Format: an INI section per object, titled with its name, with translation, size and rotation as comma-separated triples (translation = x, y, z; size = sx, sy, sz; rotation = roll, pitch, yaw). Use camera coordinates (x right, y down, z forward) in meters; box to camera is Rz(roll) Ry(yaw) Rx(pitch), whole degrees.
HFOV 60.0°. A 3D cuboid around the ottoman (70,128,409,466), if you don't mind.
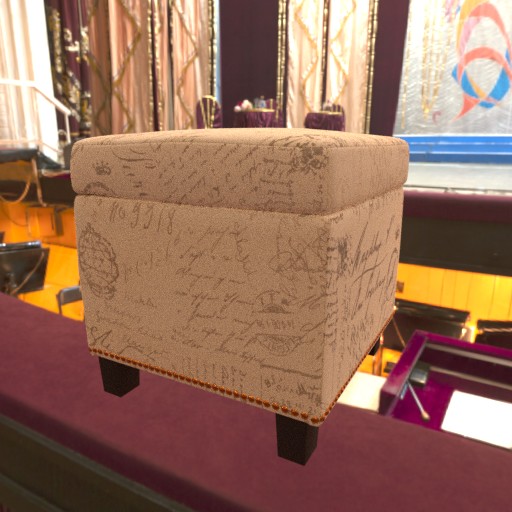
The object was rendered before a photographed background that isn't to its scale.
[ottoman]
translation = 0.000, 0.000, 0.826
size = 0.449, 0.457, 0.450
rotation = 8, 17, 28
